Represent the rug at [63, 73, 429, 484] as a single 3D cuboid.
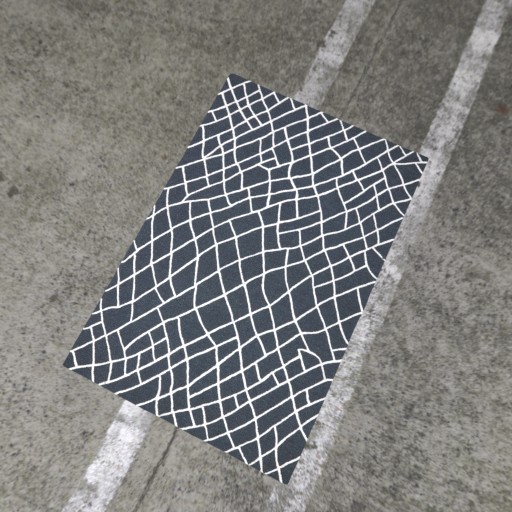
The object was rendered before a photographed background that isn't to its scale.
[{"bbox_3d":[0.000,0.000,2.299,1.223,0.013,1.830,25,78,6],"label":"rug"}]
